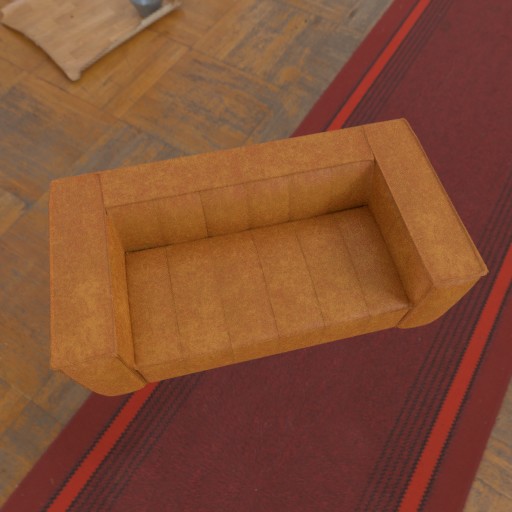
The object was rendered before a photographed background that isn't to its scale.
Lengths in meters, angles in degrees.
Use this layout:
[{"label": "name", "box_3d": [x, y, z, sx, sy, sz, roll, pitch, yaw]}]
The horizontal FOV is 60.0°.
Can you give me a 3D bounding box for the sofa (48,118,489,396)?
[{"label": "sofa", "box_3d": [0.000, 0.000, 2.535, 2.088, 0.703, 1.102, -12, 63, -6]}]
